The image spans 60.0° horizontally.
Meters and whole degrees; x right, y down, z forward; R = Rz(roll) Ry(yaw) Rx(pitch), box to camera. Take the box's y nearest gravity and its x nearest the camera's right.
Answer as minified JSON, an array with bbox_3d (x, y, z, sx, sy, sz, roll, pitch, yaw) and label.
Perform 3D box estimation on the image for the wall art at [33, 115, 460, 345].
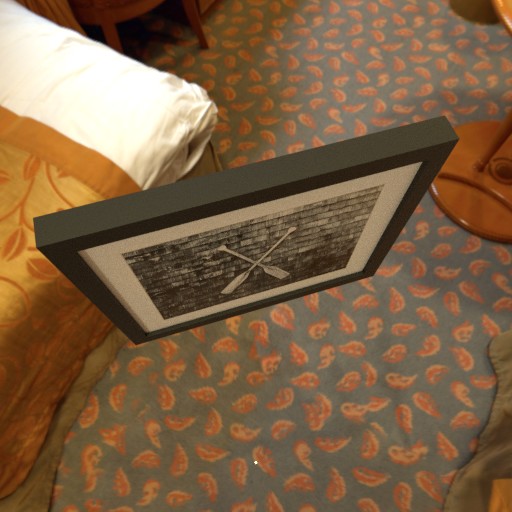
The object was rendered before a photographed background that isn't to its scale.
[{"bbox_3d":[0.000,0.000,0.538,0.381,0.330,0.029,-15,66,-7],"label":"wall art"}]
